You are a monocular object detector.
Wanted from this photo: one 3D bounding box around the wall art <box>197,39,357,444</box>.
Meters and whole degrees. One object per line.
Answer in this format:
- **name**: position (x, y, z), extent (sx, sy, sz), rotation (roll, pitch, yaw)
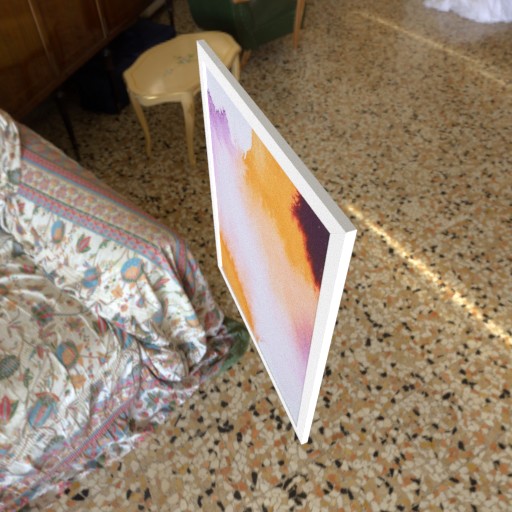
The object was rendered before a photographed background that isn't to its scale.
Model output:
- **wall art**: position (0.000, 0.000, 0.778), extent (0.012, 0.557, 0.482), rotation (-17, 50, -15)
